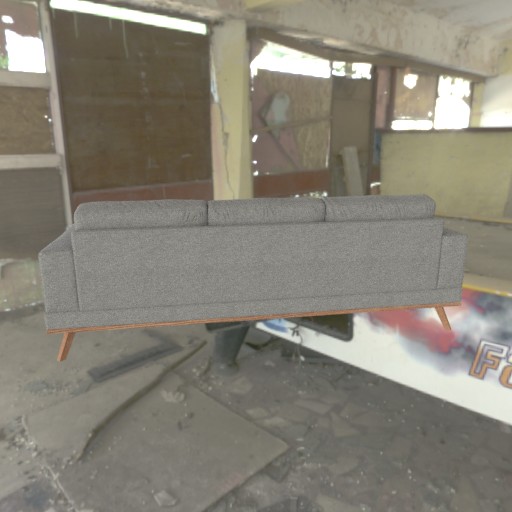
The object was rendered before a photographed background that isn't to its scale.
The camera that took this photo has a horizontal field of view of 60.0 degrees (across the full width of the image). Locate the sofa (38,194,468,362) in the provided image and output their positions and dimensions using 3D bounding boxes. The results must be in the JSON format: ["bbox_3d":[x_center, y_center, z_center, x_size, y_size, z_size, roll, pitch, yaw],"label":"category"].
[{"bbox_3d":[0.000,0.000,2.788,2.310,0.810,0.920,-3,15,-9],"label":"sofa"}]
